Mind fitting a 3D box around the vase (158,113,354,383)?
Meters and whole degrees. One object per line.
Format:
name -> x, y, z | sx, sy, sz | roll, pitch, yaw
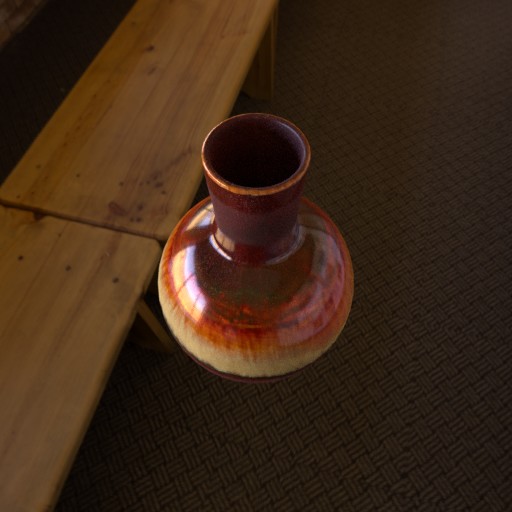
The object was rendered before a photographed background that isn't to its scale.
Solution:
vase -> 0.000, 0.000, 0.232 | 0.111, 0.154, 0.111 | 0, 59, 0
